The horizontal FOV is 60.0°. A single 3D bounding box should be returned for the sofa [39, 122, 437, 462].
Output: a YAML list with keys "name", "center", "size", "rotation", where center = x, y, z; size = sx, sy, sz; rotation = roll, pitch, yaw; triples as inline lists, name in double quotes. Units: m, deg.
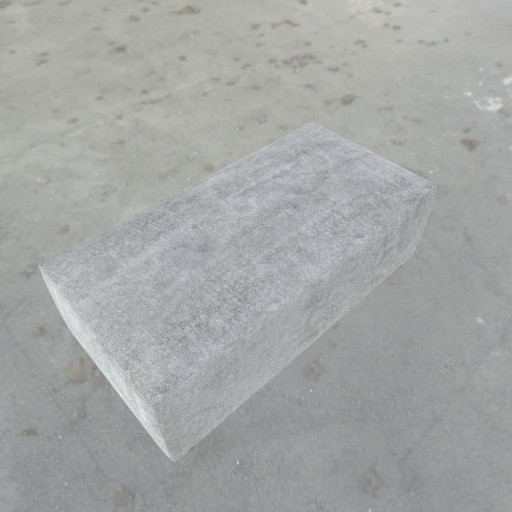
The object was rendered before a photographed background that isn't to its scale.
- name: "sofa"
  center: [0.000, 0.000, 1.177]
  size: [0.930, 0.330, 0.480]
  rotation: [-34, 55, -28]
